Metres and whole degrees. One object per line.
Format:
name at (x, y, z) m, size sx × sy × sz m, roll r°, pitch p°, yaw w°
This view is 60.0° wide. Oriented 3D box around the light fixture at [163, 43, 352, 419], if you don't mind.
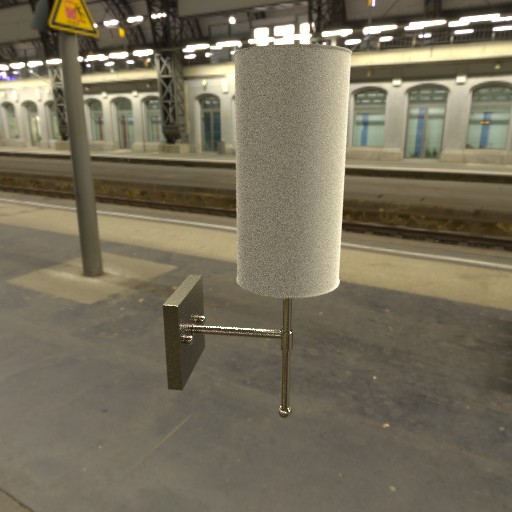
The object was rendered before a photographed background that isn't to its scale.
light fixture at (0.000, 0.000, 0.553) m, size 0.208 × 0.462 × 0.128 m, roll 2°, pitch 16°, yaw 8°
